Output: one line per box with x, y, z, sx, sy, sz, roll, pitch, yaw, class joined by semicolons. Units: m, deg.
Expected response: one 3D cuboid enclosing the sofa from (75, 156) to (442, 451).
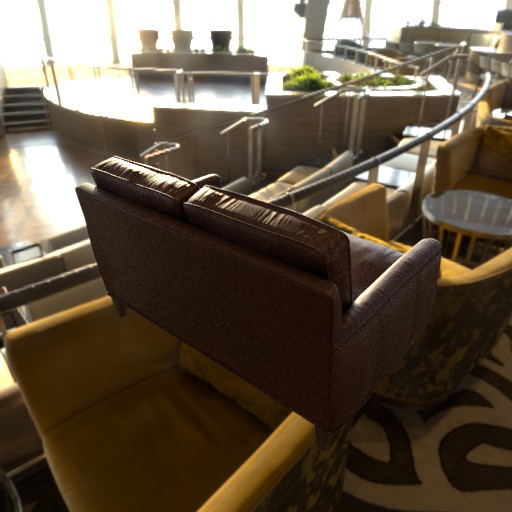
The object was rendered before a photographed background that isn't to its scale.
0.000;0.000;2.330;1.628;1.003;1.083;22;37;34;sofa
